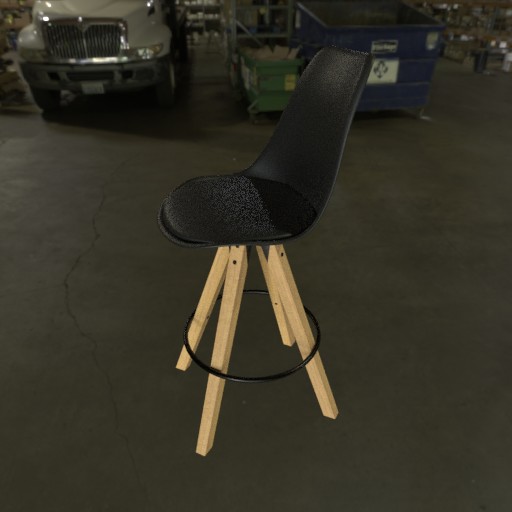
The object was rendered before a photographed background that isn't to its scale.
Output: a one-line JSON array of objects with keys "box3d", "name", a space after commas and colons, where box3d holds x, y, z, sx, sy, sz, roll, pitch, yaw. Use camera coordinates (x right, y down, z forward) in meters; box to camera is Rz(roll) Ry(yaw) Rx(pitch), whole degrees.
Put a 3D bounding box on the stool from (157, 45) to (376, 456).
[{"box3d": [0.000, 0.000, 1.328, 0.550, 1.115, 0.485, -9, 32, -16], "name": "stool"}]
